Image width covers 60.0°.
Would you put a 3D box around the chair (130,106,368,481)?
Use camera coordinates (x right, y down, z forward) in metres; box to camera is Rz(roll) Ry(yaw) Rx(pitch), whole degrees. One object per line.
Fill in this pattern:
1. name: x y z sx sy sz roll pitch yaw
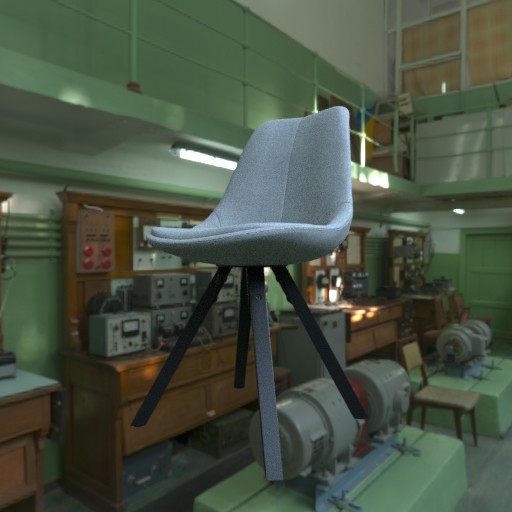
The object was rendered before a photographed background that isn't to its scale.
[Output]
1. chair: 0.000 0.000 1.154 0.485 0.850 0.550 1 1 37
